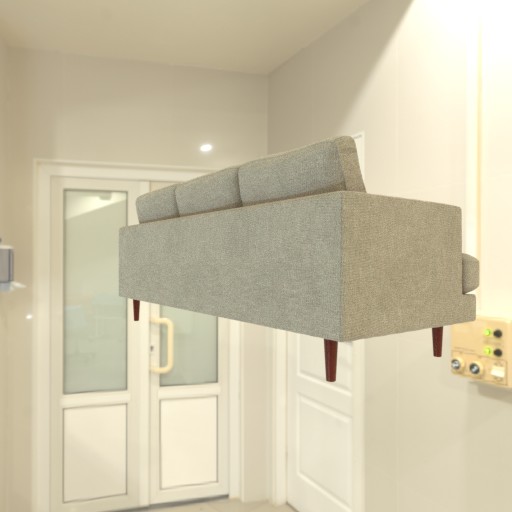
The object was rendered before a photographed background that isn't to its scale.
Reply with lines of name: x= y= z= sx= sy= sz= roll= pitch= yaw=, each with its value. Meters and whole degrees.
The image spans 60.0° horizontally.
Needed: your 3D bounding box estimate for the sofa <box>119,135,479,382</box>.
sofa: x=0.000 y=0.000 z=2.633 sx=0.903 sy=0.930 sz=2.246 roll=0 pitch=0 yaw=-36
